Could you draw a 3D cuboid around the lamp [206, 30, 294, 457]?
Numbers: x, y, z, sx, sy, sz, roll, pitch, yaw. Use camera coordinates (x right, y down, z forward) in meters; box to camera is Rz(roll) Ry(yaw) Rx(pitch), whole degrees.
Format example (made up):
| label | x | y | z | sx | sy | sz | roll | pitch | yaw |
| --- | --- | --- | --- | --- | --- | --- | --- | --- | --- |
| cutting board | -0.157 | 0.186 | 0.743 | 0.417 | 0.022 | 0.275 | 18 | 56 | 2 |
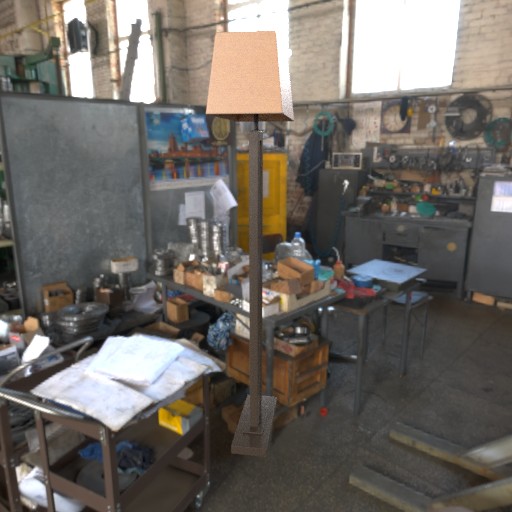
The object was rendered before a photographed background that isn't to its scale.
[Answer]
| label | x | y | z | sx | sy | sz | roll | pitch | yaw |
| --- | --- | --- | --- | --- | --- | --- | --- | --- | --- |
| lamp | 0.000 | 0.000 | 1.671 | 0.233 | 1.469 | 0.475 | 2 | 14 | 9 |
